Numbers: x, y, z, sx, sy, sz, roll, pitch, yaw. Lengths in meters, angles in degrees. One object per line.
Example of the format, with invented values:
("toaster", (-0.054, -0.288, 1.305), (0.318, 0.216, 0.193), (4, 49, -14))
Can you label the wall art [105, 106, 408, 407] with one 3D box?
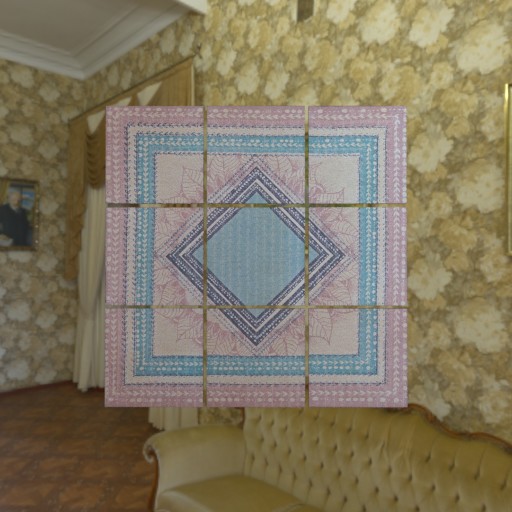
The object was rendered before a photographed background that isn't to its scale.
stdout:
("wall art", (0.000, 0.000, 2.250), (1.527, 1.525, 0.014), (0, -1, 0))
